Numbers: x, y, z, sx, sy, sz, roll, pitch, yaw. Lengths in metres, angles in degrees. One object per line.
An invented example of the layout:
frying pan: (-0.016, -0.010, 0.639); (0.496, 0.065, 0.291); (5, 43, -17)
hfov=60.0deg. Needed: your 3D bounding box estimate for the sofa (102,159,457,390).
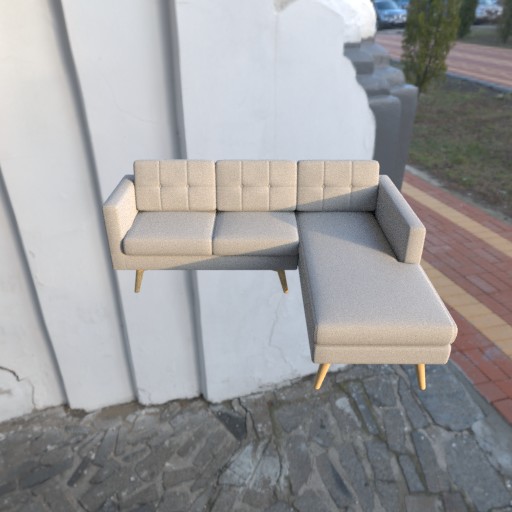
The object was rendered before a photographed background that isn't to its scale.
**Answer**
sofa: (0.000, 0.000, 2.870); (2.040, 0.860, 1.530); (0, 30, 0)
